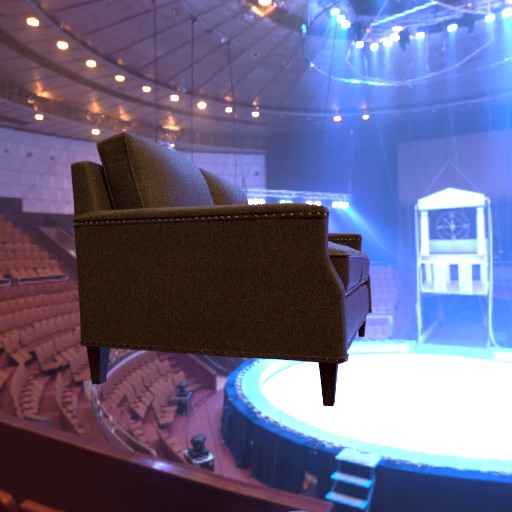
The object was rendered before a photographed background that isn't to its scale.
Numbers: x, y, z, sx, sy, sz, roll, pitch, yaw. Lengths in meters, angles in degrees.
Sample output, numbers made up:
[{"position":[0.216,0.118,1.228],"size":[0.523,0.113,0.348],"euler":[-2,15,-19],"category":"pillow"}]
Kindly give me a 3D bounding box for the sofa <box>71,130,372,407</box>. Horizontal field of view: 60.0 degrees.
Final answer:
[{"position":[0.000,0.000,2.280],"size":[1.084,1.003,1.597],"euler":[0,-1,17],"category":"sofa"}]
